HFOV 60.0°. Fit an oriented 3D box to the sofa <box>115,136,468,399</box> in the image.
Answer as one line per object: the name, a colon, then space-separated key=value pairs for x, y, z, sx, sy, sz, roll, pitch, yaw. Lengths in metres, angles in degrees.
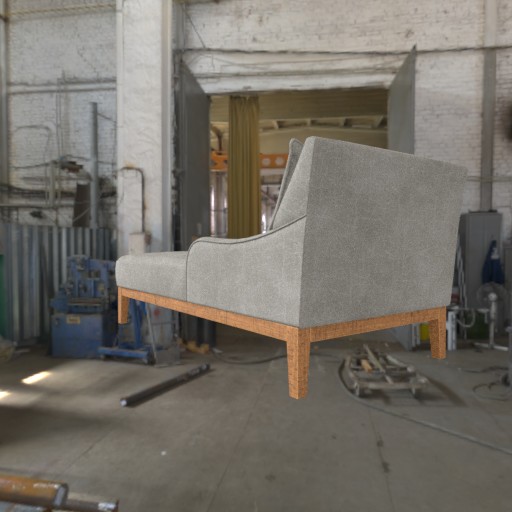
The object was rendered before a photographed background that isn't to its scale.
sofa: x=0.000 y=0.000 z=2.301 sx=0.894 sy=0.859 sz=1.779 roll=-1 pitch=2 yaw=-36
